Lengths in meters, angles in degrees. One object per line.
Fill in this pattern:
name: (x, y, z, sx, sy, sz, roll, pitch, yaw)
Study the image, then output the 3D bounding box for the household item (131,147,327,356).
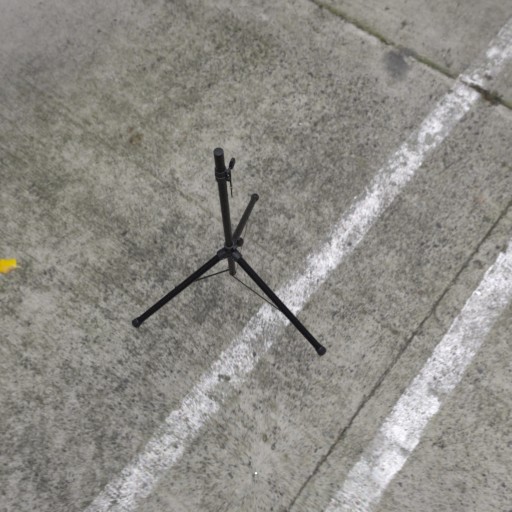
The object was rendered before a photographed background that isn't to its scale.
household item: (0.000, 0.000, 1.891, 0.907, 1.136, 1.045, 37, 69, 16)
